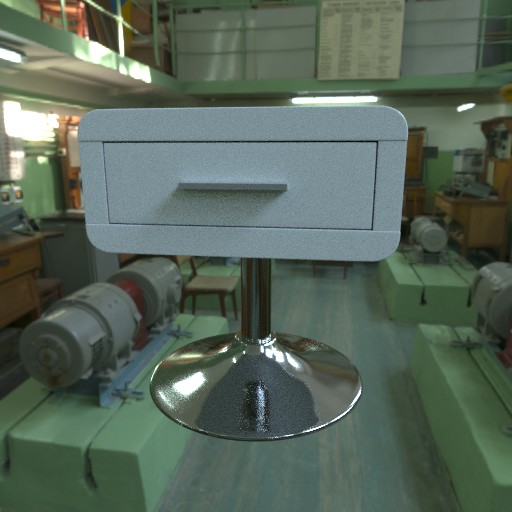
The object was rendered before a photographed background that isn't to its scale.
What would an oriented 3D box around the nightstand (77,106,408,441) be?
[{"bbox_3d":[0.000,0.000,0.750,0.399,0.447,0.404,2,14,8],"label":"nightstand"}]
